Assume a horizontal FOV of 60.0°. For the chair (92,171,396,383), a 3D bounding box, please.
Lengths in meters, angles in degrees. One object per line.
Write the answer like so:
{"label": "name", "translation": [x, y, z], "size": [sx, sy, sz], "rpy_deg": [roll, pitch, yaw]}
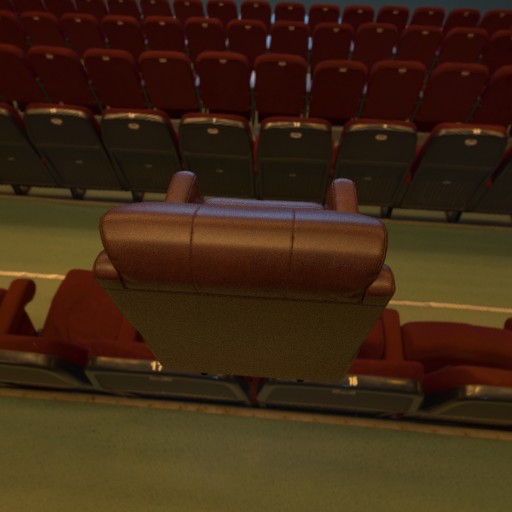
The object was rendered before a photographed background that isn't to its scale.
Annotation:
{"label": "chair", "translation": [0.000, 0.000, 1.636], "size": [0.787, 1.016, 0.939], "rpy_deg": [3, 47, 3]}
